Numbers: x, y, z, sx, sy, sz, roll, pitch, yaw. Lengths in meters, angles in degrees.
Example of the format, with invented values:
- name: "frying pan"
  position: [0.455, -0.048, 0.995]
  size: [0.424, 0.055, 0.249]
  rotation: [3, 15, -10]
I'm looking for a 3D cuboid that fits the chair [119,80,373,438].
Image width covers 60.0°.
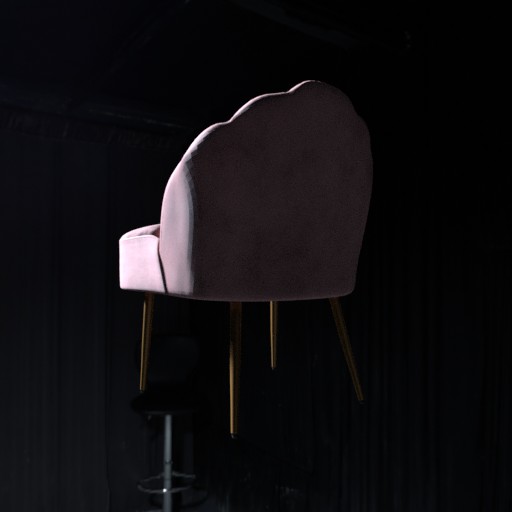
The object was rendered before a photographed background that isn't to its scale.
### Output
- name: "chair"
  position: [0.000, 0.000, 1.286]
  size: [0.657, 0.819, 0.599]
  rotation: [1, -1, -35]
